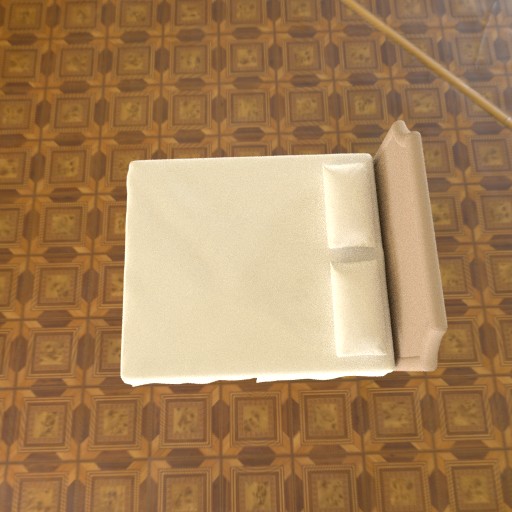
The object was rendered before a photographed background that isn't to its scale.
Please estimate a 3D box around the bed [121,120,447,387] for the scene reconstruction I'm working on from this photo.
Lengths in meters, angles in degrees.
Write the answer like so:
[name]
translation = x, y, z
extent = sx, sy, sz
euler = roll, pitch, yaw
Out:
[bed]
translation = 0.000, 0.000, 4.200
extent = 2.773, 1.590, 2.350
euler = -2, 76, 0
